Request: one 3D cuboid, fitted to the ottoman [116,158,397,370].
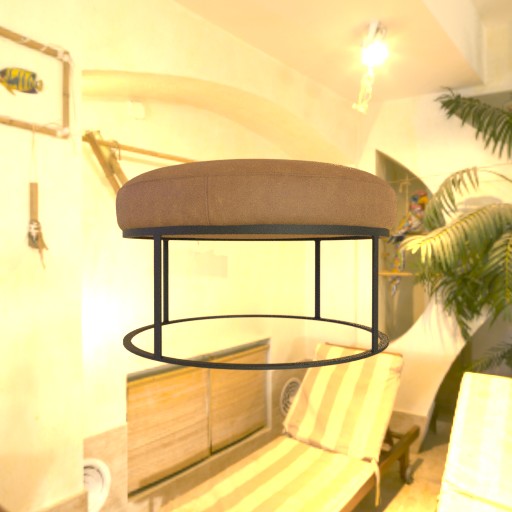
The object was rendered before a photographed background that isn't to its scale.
[{"bbox_3d":[0.000,0.000,1.276,0.771,0.460,0.771,0,1,0],"label":"ottoman"}]
